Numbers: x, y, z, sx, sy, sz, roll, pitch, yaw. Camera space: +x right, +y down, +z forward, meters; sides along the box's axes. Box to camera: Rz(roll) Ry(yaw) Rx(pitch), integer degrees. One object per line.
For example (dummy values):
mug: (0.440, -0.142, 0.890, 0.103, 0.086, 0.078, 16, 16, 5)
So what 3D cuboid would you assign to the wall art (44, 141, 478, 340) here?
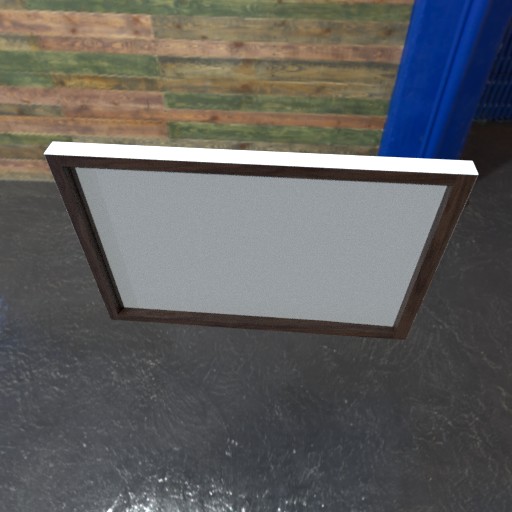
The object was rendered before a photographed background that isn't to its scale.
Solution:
wall art: (0.000, 0.000, 1.166, 0.914, 0.610, 0.050, 3, 46, 3)
